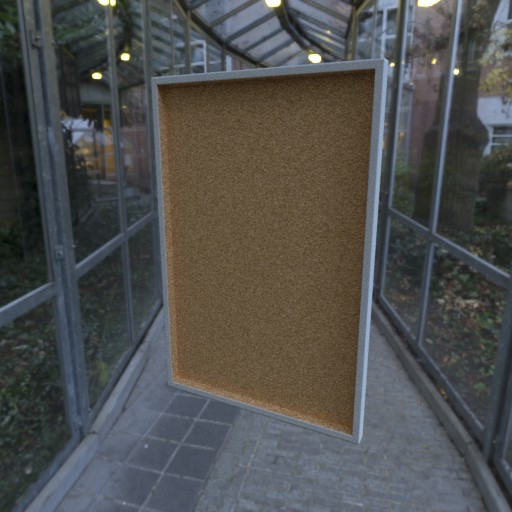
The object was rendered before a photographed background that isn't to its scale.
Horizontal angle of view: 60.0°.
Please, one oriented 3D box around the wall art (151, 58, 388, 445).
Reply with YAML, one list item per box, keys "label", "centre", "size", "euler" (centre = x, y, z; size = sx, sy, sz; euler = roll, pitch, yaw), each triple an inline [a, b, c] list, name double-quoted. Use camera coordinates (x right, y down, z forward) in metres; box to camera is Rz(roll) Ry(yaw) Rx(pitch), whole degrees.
- label: "wall art"
  centre: [0.000, 0.000, 1.170]
  size: [0.610, 0.914, 0.038]
  euler: [7, 16, 27]
